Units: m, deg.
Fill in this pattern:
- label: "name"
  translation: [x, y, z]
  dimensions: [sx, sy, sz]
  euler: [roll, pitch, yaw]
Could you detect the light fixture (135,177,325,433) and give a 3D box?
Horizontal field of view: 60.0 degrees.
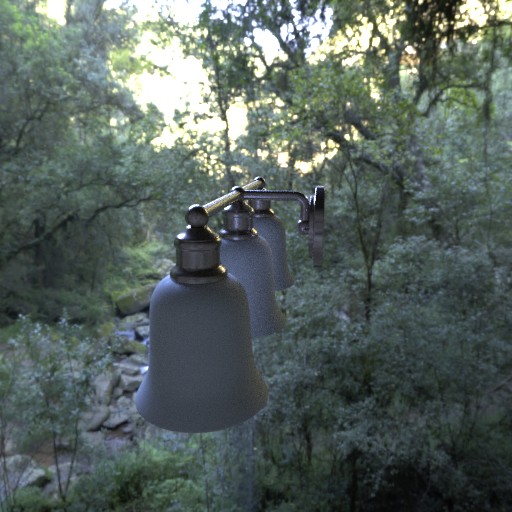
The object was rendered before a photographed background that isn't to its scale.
- label: "light fixture"
  translation: [0.000, 0.000, 0.666]
  dimensions: [0.198, 0.211, 0.570]
  euler: [2, 14, 9]
